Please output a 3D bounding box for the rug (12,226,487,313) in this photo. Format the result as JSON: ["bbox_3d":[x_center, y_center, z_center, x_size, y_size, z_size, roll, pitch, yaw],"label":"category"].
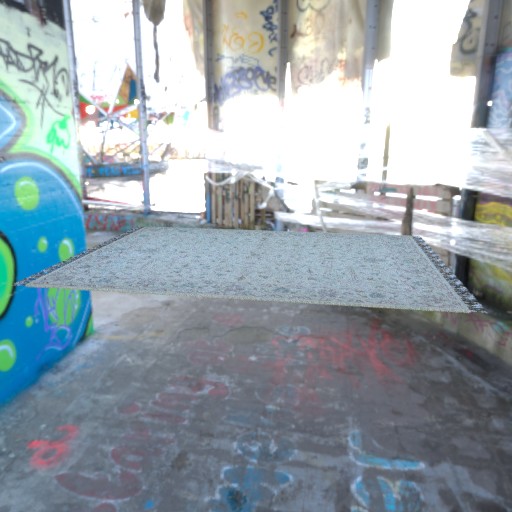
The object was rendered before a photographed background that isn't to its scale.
[{"bbox_3d":[0.000,0.000,2.226,1.802,0.008,1.247,2,15,9],"label":"rug"}]
